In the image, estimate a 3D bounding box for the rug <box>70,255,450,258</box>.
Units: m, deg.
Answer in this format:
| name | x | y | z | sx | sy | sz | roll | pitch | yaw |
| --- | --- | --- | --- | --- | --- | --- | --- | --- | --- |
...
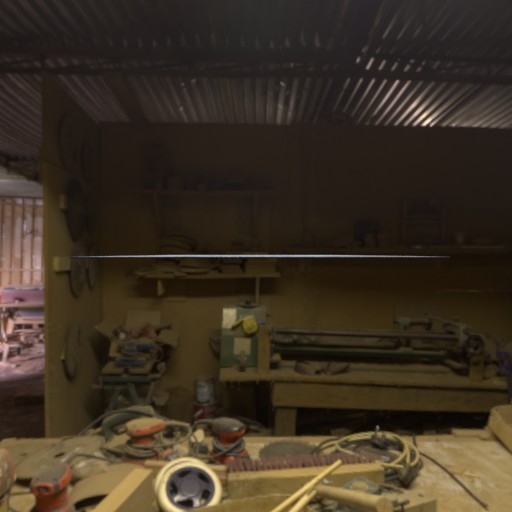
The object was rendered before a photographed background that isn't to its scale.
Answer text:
| name | x | y | z | sx | sy | sz | roll | pitch | yaw |
| --- | --- | --- | --- | --- | --- | --- | --- | --- | --- |
| rug | 0.000 | 0.000 | 2.987 | 1.525 | 0.007 | 2.440 | 0 | 0 | -1 |
